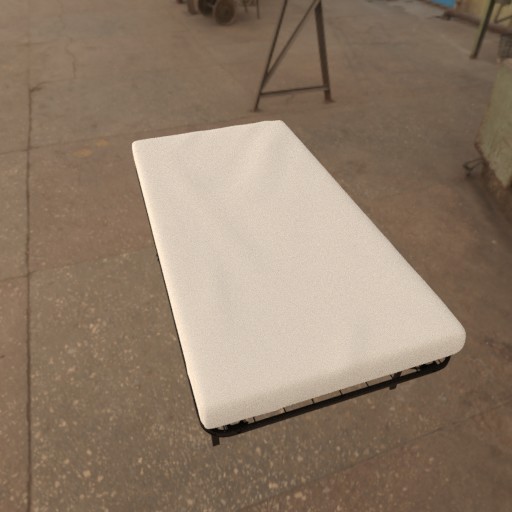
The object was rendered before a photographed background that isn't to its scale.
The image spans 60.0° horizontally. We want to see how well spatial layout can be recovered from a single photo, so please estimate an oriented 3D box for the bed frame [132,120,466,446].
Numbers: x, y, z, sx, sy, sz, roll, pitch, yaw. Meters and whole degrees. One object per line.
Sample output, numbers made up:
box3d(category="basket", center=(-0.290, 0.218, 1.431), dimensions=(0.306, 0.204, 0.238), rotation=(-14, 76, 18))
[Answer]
box3d(category="bed frame", center=(0.000, 0.000, 2.300), dimensions=(0.989, 0.619, 1.903), rotation=(-12, 43, -14))
